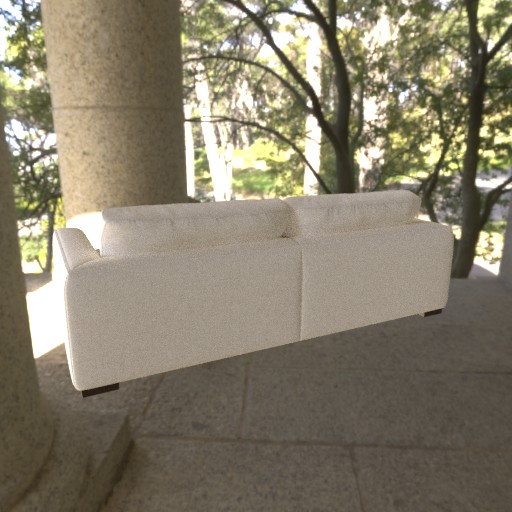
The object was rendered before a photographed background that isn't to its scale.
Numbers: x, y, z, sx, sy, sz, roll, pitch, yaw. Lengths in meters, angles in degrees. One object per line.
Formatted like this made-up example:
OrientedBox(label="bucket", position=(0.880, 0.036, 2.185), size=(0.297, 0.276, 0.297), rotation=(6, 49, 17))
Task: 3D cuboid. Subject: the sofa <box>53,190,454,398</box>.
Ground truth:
OrientedBox(label="sofa", position=(0.000, 0.000, 2.739), size=(2.262, 0.801, 1.070), rotation=(-7, 16, -26))
